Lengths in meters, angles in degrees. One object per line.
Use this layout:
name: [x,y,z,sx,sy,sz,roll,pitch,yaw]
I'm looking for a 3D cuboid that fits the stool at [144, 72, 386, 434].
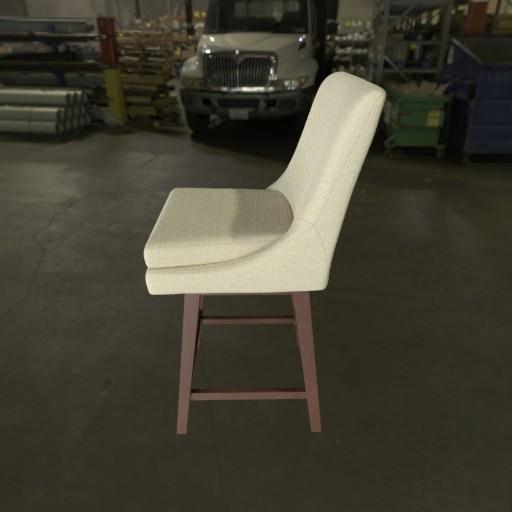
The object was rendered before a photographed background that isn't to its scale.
stool: [0.000,0.000,1.319,0.559,0.991,0.483,0,27,-1]
